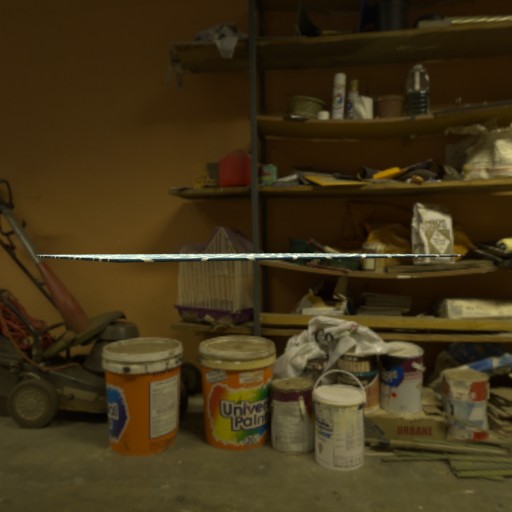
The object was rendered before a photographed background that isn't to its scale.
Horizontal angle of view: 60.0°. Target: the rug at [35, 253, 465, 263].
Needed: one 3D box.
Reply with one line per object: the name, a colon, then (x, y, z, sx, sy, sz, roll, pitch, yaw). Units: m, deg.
rug: (0.000, 0.000, 2.152, 1.753, 0.010, 1.143, -1, 1, -36)
